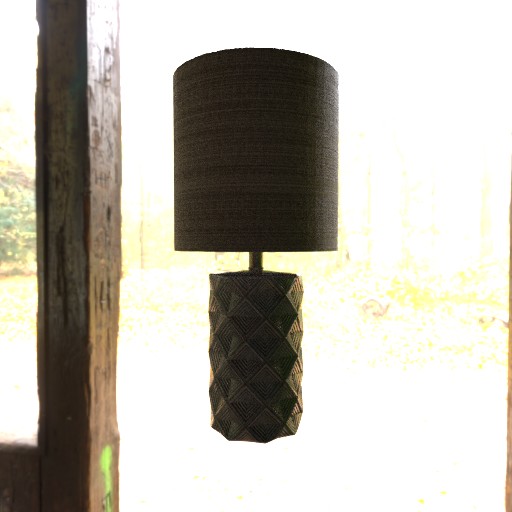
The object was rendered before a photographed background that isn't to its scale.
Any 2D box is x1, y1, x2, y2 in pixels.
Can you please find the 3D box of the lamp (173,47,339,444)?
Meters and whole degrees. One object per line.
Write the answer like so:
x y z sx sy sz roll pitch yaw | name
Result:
0.000 0.000 0.733 0.268 0.566 0.269 -1 2 -18 | lamp
